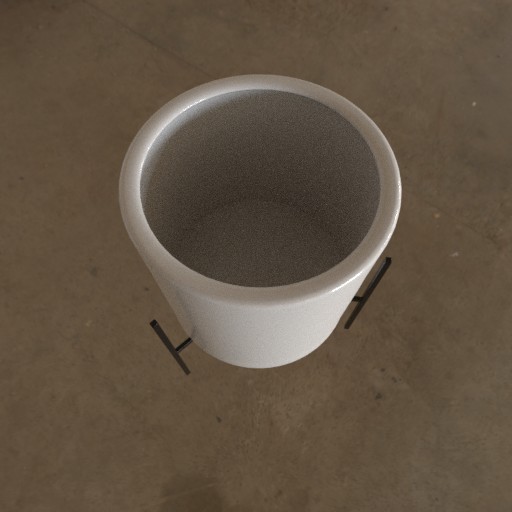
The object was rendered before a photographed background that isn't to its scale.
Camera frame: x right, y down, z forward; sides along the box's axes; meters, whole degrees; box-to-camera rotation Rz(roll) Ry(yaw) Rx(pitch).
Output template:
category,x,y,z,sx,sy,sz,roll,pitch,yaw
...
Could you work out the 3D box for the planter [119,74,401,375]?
category,x,y,z,sx,sy,sz,roll,pitch,yaw
planter,0.000,0.000,0.638,0.307,0.431,0.308,-14,65,-7
